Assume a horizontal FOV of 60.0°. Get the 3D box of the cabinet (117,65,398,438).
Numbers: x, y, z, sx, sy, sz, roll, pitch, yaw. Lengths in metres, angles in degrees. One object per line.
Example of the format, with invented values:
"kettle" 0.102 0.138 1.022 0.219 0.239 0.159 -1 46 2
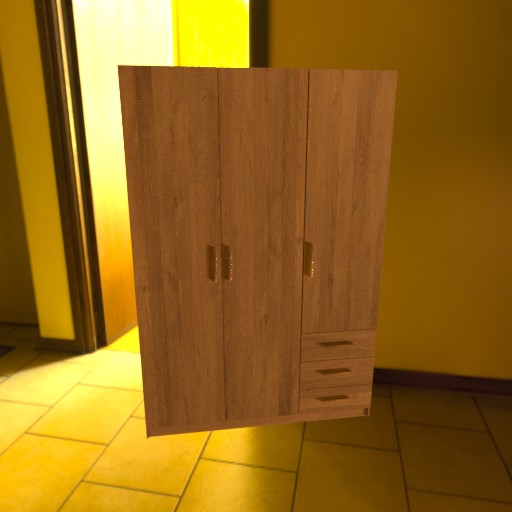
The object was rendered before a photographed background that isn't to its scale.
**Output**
"cabinet" 0.000 0.000 2.498 1.290 1.910 0.510 -2 16 -8
